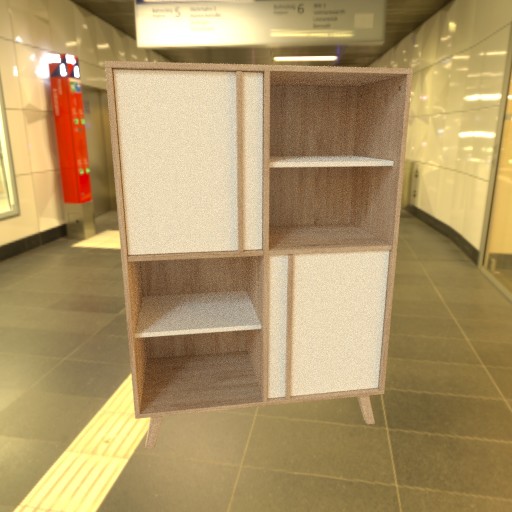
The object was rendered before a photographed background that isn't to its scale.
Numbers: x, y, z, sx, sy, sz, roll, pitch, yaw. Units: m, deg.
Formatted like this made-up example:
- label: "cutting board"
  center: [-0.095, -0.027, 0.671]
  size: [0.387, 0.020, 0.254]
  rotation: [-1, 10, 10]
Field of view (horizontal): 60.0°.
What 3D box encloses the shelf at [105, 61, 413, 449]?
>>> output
- label: "shelf"
  center: [0.000, 0.000, 1.814]
  size: [1.000, 1.390, 0.450]
  rotation: [-3, 16, -9]
